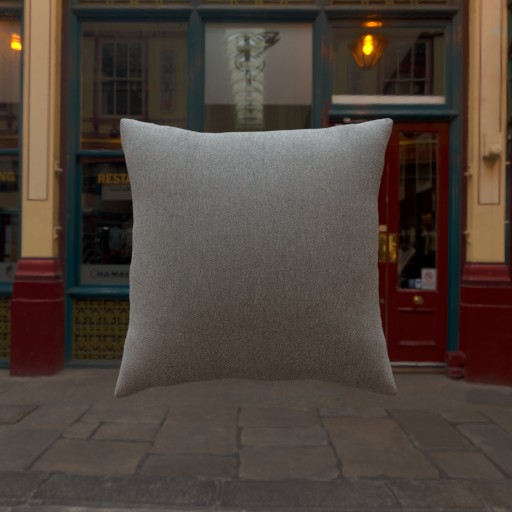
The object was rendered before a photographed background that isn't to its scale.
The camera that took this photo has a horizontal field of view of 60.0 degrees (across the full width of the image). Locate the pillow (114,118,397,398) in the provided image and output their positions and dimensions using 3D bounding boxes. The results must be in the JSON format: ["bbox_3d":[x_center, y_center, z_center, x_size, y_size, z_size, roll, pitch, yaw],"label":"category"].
[{"bbox_3d":[0.000,0.000,0.690,0.433,0.436,0.173,0,-1,0],"label":"pillow"}]
